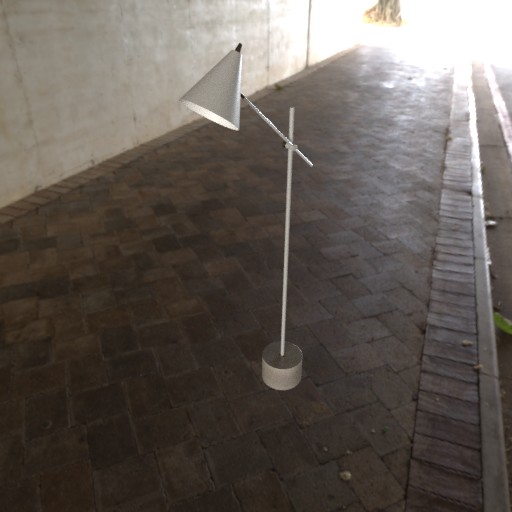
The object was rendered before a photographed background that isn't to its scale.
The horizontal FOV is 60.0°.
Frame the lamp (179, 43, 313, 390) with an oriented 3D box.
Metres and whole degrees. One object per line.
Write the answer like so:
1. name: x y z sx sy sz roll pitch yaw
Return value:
1. lamp: 0.000 0.000 1.636 0.508 1.430 0.223 -20 36 -30
